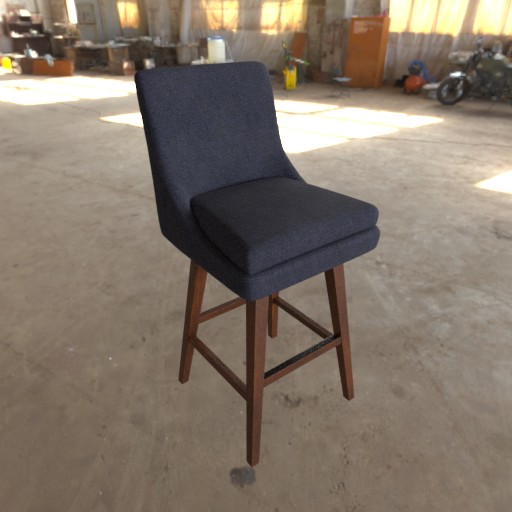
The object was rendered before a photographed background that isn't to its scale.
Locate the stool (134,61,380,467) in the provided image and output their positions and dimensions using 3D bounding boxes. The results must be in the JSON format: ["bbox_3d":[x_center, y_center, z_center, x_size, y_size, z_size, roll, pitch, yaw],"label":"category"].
[{"bbox_3d":[0.000,0.000,1.386,0.489,1.068,0.572,-20,35,-32],"label":"stool"}]
